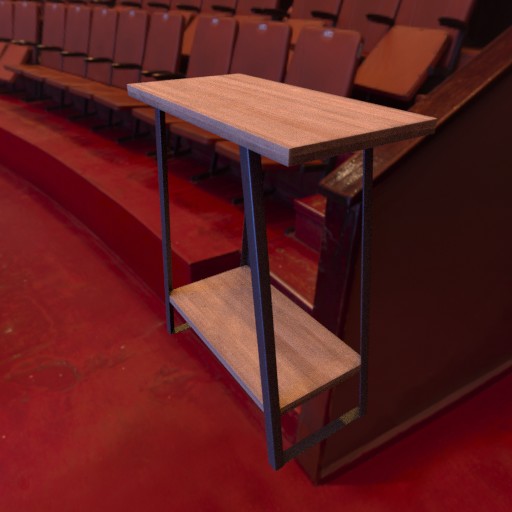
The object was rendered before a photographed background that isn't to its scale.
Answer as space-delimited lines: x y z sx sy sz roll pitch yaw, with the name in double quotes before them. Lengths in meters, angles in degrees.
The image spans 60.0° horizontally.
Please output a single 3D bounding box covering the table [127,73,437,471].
"table" 0.000 0.000 1.028 0.300 0.701 0.599 -18 35 -29
